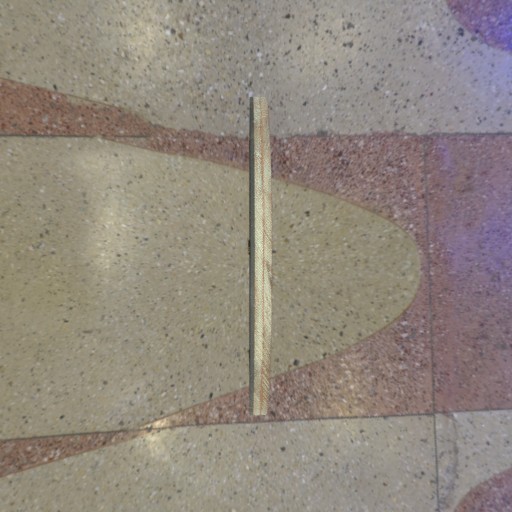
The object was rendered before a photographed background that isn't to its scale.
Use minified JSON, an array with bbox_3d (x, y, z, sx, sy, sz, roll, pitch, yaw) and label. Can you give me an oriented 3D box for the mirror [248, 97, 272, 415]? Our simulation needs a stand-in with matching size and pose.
[{"bbox_3d":[0.000,0.000,1.052,0.038,0.710,0.710,0,89,-1],"label":"mirror"}]
